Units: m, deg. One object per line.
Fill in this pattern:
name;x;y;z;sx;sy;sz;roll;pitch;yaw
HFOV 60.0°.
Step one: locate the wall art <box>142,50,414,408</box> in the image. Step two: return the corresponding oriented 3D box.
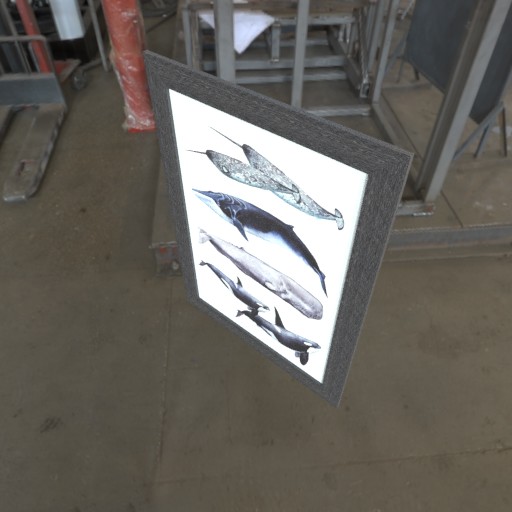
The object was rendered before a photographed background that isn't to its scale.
wall art;0.000;0.000;1.462;0.810;1.116;0.016;31;53;26
